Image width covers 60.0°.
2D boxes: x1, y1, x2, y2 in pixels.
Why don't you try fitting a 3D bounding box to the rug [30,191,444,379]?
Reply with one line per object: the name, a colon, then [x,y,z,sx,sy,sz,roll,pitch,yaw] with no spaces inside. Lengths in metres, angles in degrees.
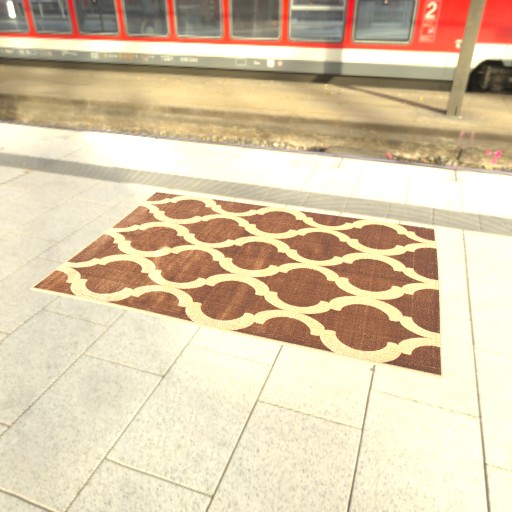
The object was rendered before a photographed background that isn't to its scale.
rug: [0.000,0.000,2.905,2.290,0.014,1.526,9,32,15]
